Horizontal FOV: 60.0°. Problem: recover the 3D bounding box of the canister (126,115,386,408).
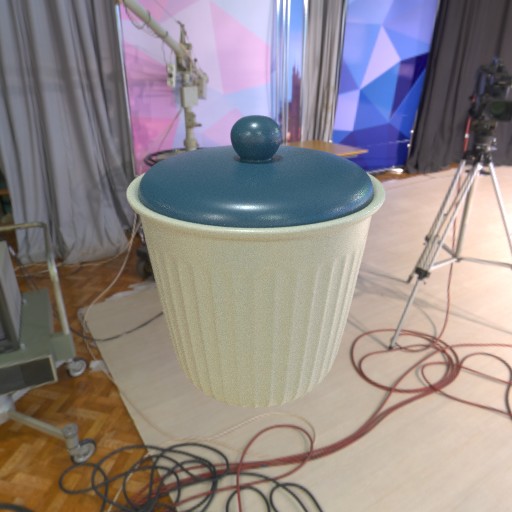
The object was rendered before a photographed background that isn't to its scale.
[{"bbox_3d":[0.000,0.000,0.345,0.181,0.211,0.181,0,26,0],"label":"canister"}]
